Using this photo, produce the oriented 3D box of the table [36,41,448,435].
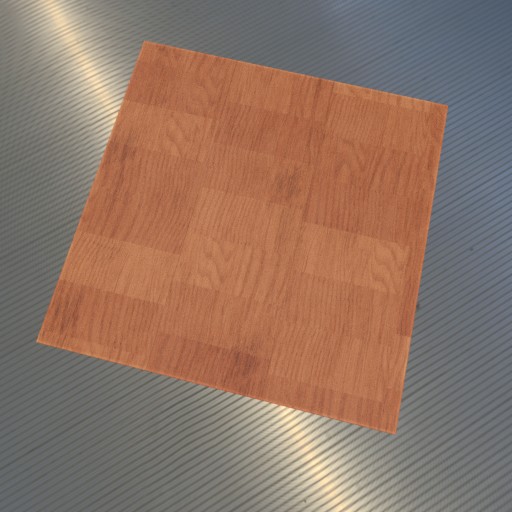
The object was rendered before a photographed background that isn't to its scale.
[{"bbox_3d":[0.000,0.000,1.333,0.747,0.738,0.747,13,77,3],"label":"table"}]
